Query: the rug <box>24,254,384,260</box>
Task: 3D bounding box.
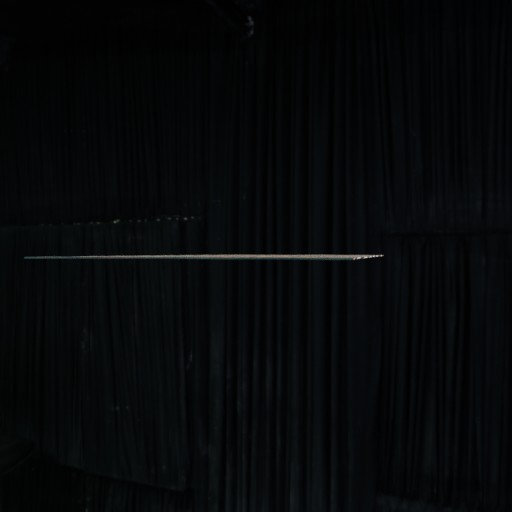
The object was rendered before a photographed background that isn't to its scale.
[{"bbox_3d":[0.000,0.000,2.927,1.522,0.010,2.311,0,0,19],"label":"rug"}]
